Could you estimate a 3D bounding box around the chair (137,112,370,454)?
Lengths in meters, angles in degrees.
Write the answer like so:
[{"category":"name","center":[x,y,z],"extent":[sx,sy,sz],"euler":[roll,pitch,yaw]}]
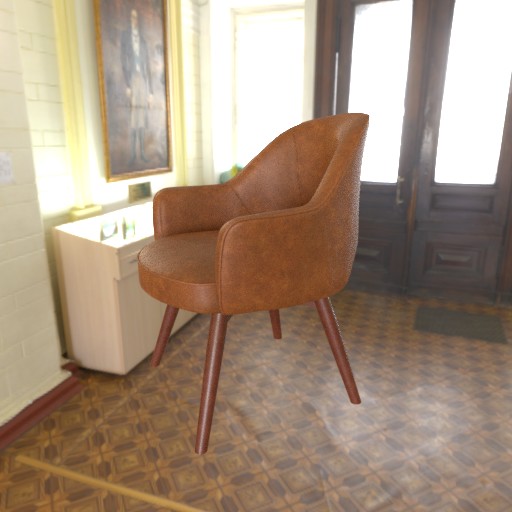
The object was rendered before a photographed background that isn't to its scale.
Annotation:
[{"category":"chair","center":[0.000,0.000,1.236],"extent":[0.640,0.777,0.591],"euler":[-7,17,-25]}]
